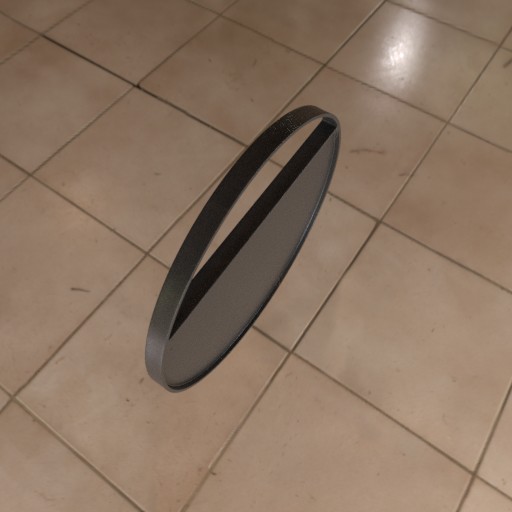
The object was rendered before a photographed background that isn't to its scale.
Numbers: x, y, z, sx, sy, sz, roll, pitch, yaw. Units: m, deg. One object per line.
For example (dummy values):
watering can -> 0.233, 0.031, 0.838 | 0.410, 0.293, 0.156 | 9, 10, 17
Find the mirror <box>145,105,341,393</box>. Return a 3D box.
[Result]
mirror -> 0.000, 0.000, 0.828 | 0.032, 0.565, 0.565 | 31, 66, 15
